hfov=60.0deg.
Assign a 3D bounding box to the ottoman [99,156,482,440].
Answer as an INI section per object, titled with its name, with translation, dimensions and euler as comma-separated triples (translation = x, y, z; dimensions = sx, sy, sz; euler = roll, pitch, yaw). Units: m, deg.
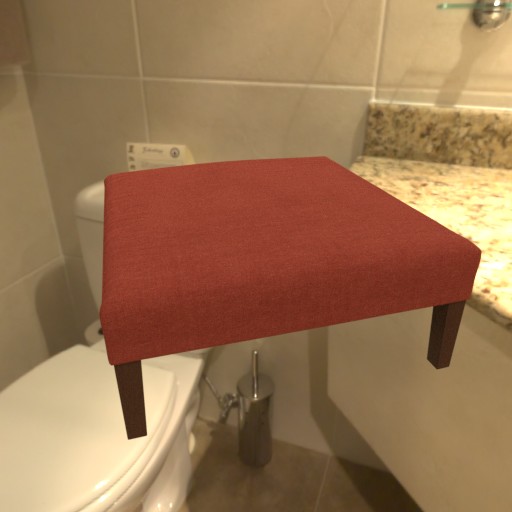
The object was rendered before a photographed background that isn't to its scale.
[ottoman]
translation = 0.000, 0.000, 1.406
dimensions = 0.890, 0.411, 0.889
euler = -8, 28, -15
